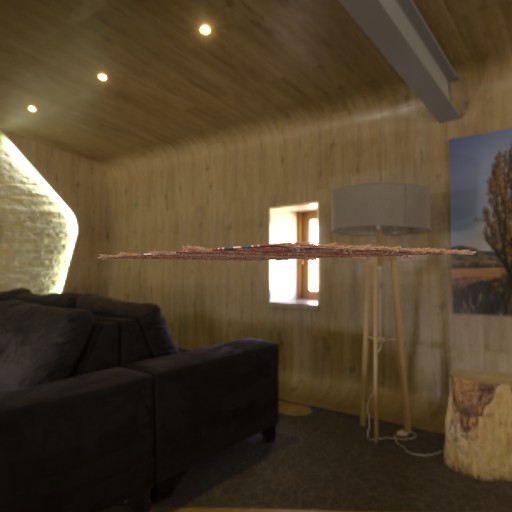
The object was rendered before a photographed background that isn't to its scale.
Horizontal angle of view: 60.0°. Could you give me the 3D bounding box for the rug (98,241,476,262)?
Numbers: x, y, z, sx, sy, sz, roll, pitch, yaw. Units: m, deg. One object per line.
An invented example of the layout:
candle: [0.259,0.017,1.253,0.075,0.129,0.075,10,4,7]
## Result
rug: [0.000,0.000,2.611,1.469,0.040,2.025,1,-2,-36]
